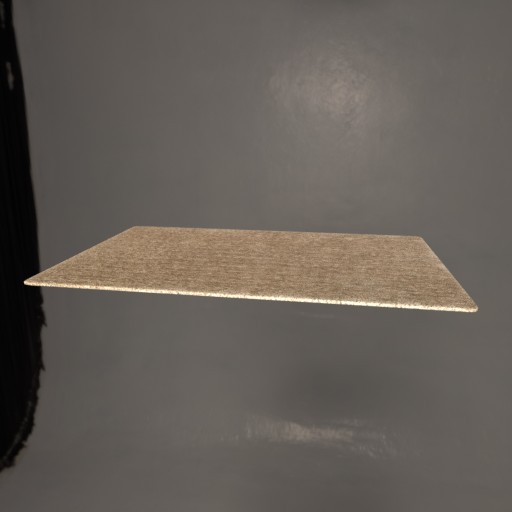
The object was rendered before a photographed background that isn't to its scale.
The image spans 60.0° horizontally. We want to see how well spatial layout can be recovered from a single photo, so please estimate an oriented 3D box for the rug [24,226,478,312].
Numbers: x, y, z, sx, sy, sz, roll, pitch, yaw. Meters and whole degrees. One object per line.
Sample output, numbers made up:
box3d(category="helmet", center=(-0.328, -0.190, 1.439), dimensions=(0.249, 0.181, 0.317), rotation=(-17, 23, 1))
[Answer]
box3d(category="rug", center=(0.000, 0.000, 3.074), dimensions=(2.469, 0.024, 1.539), rotation=(3, 16, 9))
